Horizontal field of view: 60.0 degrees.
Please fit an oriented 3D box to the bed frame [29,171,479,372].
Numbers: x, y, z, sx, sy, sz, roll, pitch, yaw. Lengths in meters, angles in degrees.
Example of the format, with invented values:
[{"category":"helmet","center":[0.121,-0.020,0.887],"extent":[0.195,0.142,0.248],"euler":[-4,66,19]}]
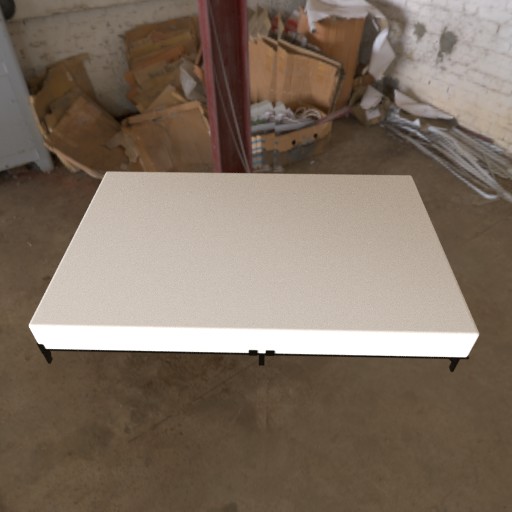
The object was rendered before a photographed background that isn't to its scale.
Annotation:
[{"category":"bed frame","center":[0.000,0.000,3.758],"extent":[2.987,0.440,1.930],"euler":[1,43,1]}]
